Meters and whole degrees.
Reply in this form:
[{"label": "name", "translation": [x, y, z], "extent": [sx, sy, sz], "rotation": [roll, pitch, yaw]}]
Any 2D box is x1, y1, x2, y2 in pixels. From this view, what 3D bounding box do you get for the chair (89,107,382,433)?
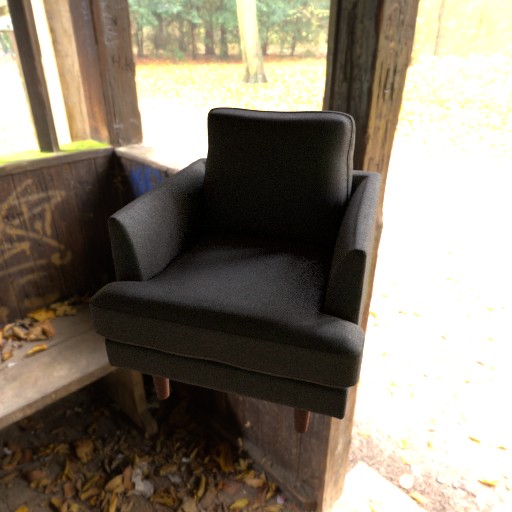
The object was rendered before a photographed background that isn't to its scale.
[{"label": "chair", "translation": [0.000, 0.000, 1.645], "extent": [0.858, 0.957, 0.899], "rotation": [8, 29, 15]}]
